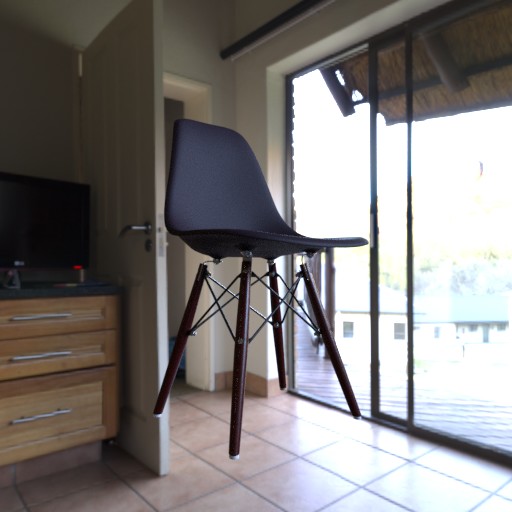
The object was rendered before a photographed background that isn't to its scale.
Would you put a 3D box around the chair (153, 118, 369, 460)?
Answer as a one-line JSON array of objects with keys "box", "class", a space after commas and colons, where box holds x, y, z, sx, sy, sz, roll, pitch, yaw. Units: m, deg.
[{"box": [0.000, 0.000, 1.157, 0.470, 0.826, 0.533, 1, -2, -38], "class": "chair"}]
